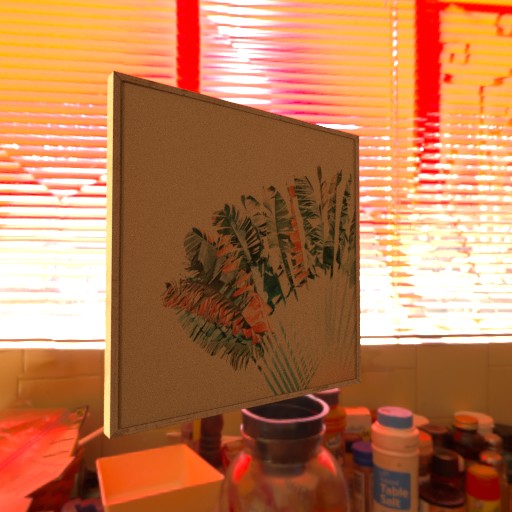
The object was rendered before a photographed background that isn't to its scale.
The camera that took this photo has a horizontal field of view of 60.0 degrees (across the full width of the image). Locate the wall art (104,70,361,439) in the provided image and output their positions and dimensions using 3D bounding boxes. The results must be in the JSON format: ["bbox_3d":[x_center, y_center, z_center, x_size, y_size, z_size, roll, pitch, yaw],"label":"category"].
[{"bbox_3d":[0.000,0.000,1.149,0.760,0.757,0.038,1,-2,-36],"label":"wall art"}]
